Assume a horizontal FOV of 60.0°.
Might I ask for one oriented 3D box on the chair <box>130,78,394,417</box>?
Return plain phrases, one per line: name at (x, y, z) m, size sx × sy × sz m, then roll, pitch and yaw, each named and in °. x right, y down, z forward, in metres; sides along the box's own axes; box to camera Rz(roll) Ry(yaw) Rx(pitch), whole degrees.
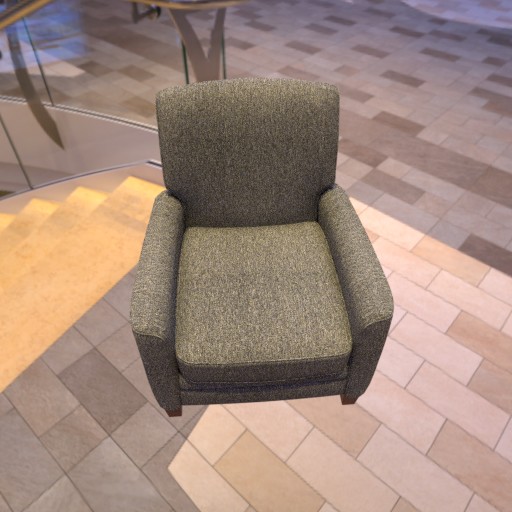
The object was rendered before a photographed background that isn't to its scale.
chair at (0.000, 0.000, 1.673) m, size 0.848 × 1.014 × 0.864 m, roll -3°, pitch 45°, yaw -3°
